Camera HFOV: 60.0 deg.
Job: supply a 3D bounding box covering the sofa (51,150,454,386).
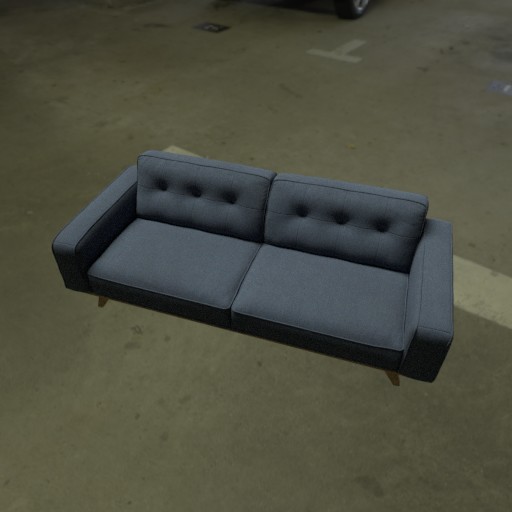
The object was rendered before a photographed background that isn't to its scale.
[{"bbox_3d":[0.000,0.000,2.769,2.270,0.782,0.953,12,43,13],"label":"sofa"}]
